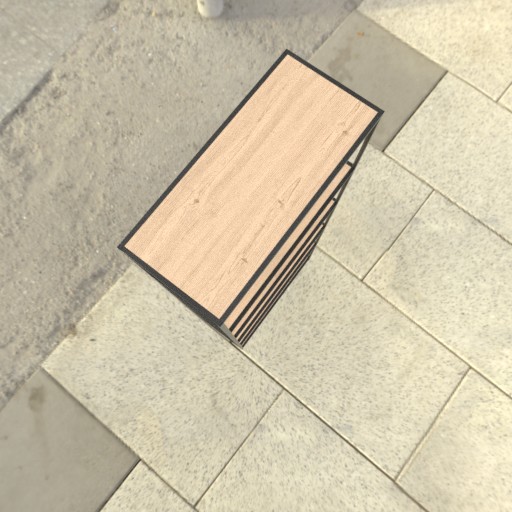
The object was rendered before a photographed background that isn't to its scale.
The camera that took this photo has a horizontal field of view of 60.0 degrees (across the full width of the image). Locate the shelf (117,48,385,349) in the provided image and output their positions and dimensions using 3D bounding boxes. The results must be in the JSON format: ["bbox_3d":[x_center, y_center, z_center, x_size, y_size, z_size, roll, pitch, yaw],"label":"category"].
[{"bbox_3d":[0.000,0.000,2.126,0.350,1.850,0.770,36,79,8],"label":"shelf"}]
